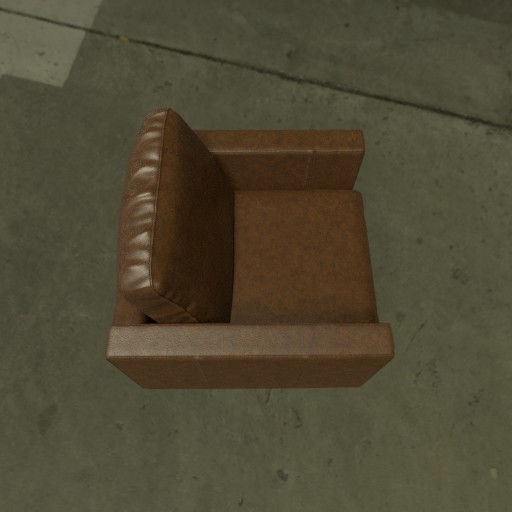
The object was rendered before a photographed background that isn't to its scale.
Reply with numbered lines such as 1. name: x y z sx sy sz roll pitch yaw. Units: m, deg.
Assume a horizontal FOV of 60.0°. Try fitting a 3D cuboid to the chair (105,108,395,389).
1. chair: 0.000 0.000 1.703 0.909 0.956 0.890 0 64 0
